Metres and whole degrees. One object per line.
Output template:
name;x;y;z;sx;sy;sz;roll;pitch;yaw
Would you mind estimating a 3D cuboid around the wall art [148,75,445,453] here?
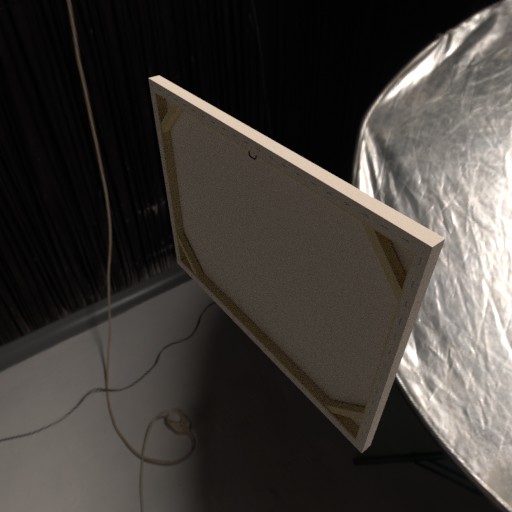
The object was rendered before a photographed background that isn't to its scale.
wall art;0.000;0.000;1.311;0.038;0.762;1.016;-27;48;-28
